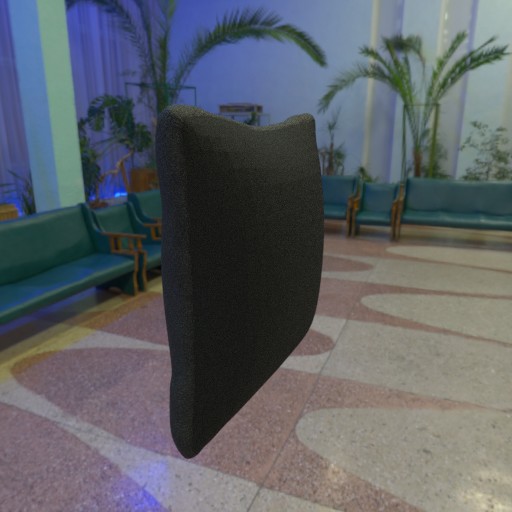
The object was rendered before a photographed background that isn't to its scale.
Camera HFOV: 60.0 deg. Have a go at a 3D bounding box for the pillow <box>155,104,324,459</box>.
[{"bbox_3d":[0.000,0.000,0.825,0.210,0.523,0.533,7,17,25],"label":"pillow"}]
